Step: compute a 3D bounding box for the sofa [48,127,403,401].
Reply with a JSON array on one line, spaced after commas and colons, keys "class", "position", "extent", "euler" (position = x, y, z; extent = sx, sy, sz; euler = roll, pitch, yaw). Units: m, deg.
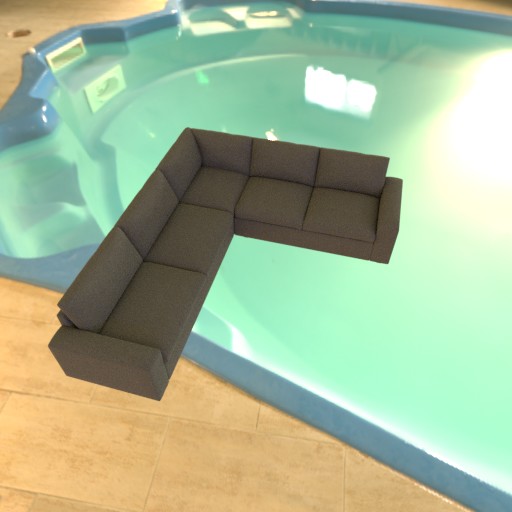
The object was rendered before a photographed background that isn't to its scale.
[{"class": "sofa", "position": [0.000, 0.000, 4.777], "extent": [2.895, 0.965, 3.277], "euler": [11, 48, 10]}]
